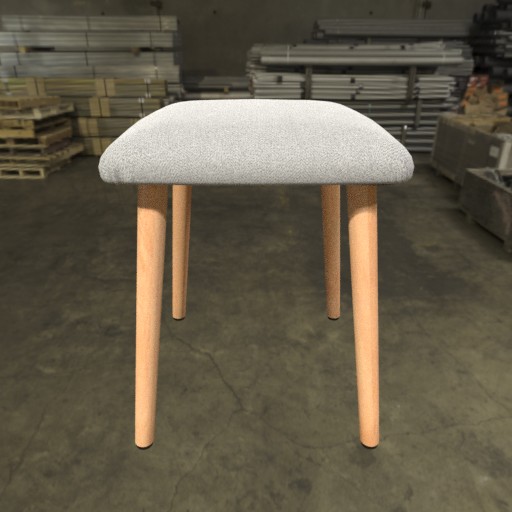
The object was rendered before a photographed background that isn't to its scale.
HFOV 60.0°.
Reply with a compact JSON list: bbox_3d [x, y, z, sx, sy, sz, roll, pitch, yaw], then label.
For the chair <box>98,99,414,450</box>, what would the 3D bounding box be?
[{"bbox_3d":[0.000,0.000,0.679,0.350,0.440,0.350,0,26,0],"label":"chair"}]
